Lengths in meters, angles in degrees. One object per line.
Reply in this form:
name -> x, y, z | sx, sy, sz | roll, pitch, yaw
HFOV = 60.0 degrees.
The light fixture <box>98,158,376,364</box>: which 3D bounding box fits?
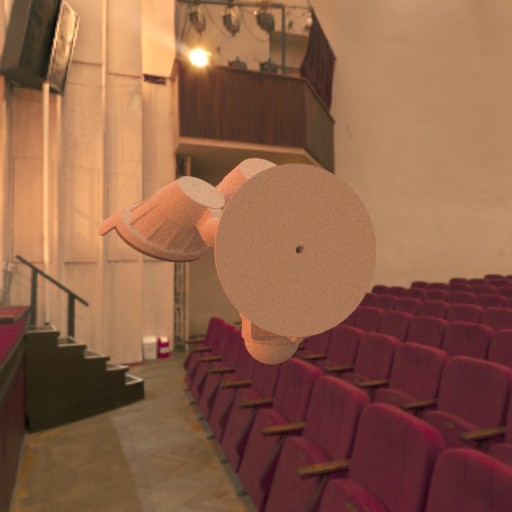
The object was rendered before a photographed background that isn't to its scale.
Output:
light fixture -> 0.000, 0.000, 0.542 | 0.369, 0.237, 0.278 | 0, -1, -17
